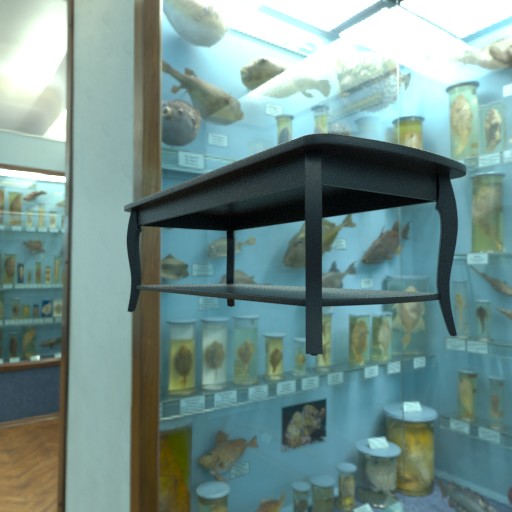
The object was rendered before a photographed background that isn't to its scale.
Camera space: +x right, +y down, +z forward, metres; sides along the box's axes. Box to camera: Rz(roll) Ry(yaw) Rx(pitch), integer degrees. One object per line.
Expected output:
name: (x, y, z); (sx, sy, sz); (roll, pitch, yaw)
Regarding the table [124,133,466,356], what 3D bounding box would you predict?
table: (0.000, 0.000, 1.561); (0.571, 0.457, 1.333); (1, -2, -34)
